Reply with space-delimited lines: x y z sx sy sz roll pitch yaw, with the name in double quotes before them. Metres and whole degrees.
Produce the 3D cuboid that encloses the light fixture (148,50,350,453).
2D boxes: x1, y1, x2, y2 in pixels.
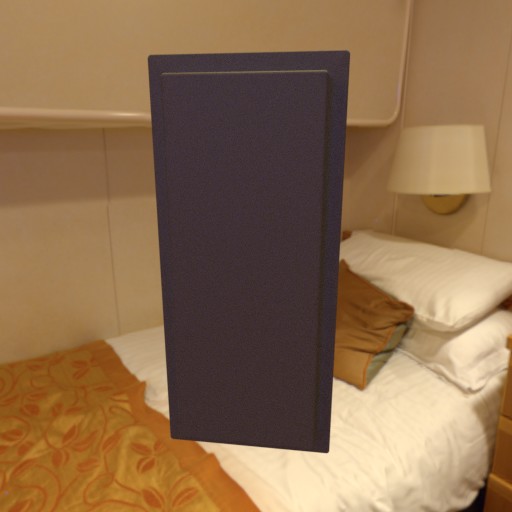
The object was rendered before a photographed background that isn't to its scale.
"light fixture" 0.000 0.000 0.431 0.153 0.347 0.146 2 16 8
